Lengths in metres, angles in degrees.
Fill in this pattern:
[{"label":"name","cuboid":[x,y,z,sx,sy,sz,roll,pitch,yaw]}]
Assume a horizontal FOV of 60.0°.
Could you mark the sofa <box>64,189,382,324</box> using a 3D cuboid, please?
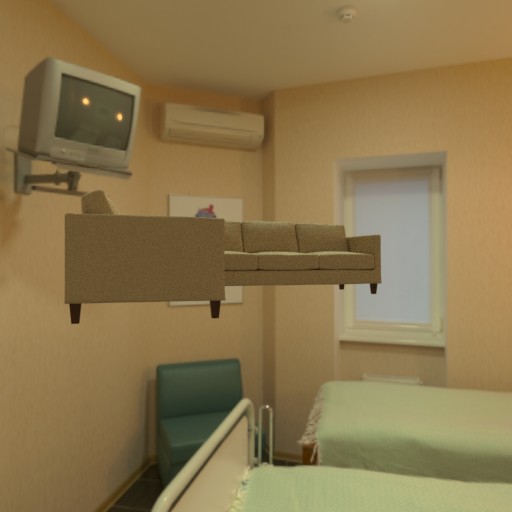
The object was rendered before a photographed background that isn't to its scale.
[{"label":"sofa","cuboid":[0.000,0.000,4.314,3.182,0.863,2.432,0,0,-17]}]
